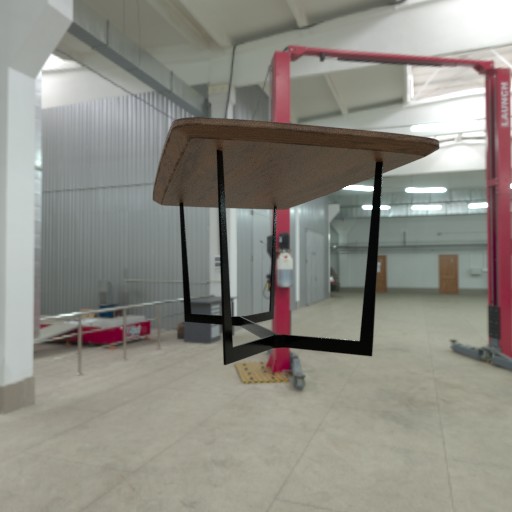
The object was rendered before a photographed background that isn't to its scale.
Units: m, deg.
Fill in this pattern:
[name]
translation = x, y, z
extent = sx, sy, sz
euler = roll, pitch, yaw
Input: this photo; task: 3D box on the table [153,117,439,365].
[table]
translation = 0.000, 0.000, 2.157
extent = 0.949, 0.765, 1.643
euler = 0, -1, -15
